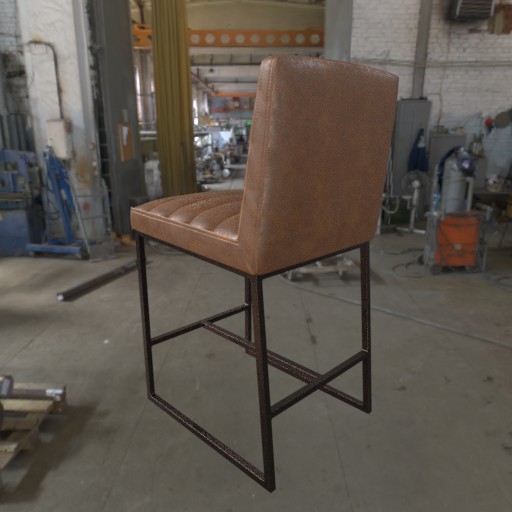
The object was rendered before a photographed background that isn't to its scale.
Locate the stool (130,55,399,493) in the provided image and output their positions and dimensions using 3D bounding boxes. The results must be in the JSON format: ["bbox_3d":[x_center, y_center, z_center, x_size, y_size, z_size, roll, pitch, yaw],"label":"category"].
[{"bbox_3d":[0.000,0.000,1.224,0.463,0.942,0.562,-15,22,-43],"label":"stool"}]
